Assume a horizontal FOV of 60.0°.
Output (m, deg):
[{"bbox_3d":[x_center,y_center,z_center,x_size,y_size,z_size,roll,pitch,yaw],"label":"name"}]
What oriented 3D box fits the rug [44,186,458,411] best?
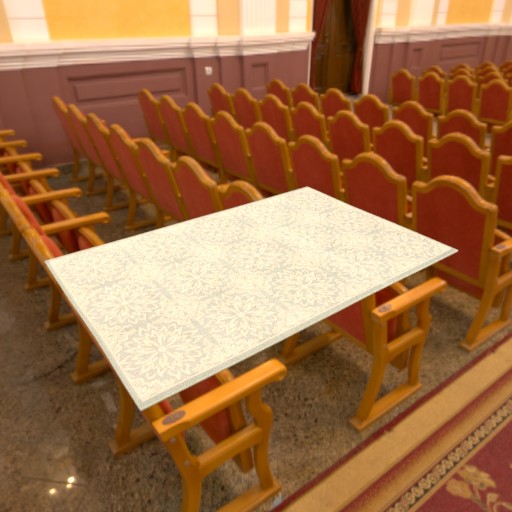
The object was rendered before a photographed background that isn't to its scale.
[{"bbox_3d":[0.000,0.000,2.356,1.840,0.012,1.219,-20,35,-31],"label":"rug"}]
